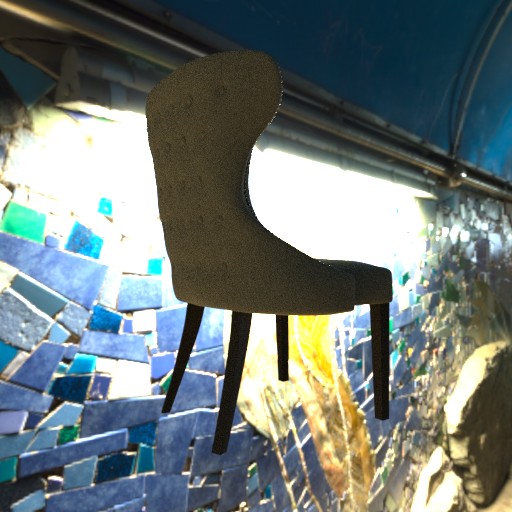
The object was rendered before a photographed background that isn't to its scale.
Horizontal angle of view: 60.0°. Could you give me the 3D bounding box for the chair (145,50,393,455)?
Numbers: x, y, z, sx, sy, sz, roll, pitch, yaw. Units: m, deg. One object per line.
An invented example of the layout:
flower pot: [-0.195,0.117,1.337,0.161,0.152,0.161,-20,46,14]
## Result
chair: [0.000,0.000,1.356,0.635,0.967,0.628,0,0,-34]
